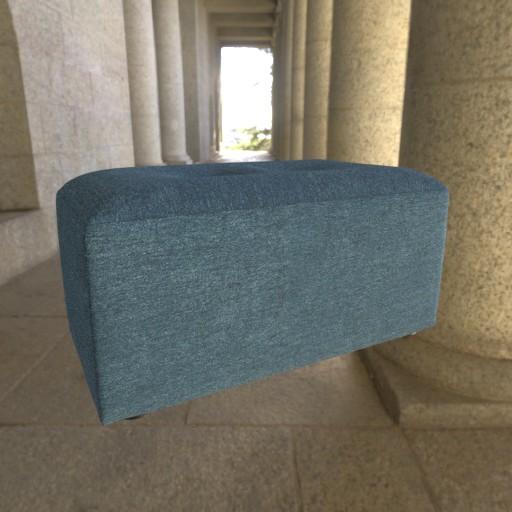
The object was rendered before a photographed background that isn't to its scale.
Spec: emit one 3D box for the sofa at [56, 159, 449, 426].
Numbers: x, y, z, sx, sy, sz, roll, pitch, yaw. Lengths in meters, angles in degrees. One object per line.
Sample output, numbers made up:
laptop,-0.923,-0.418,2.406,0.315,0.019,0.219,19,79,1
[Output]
sofa,0.000,0.000,1.186,0.930,0.470,0.480,-9,18,-28
